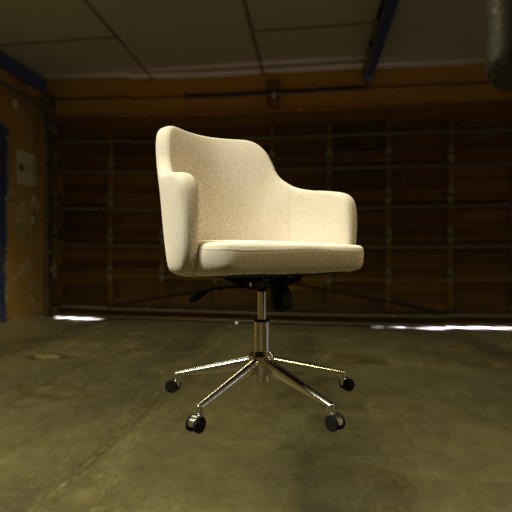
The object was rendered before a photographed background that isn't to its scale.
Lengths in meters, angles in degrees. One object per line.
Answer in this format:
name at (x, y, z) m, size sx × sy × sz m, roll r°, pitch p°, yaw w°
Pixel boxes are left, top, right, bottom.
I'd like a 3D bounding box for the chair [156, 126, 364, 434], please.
chair at (0.000, 0.000, 1.284) m, size 0.602 × 0.819 × 0.647 m, roll 0°, pitch 0°, yaw -37°
